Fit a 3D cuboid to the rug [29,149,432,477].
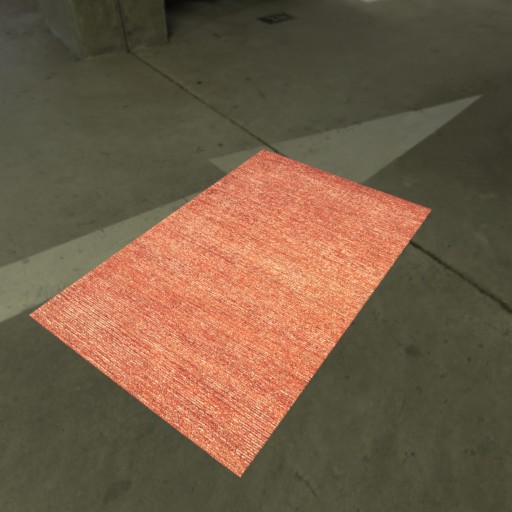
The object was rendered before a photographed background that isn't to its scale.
[{"bbox_3d":[0.000,0.000,2.173,1.139,0.011,1.747,26,49,25],"label":"rug"}]
